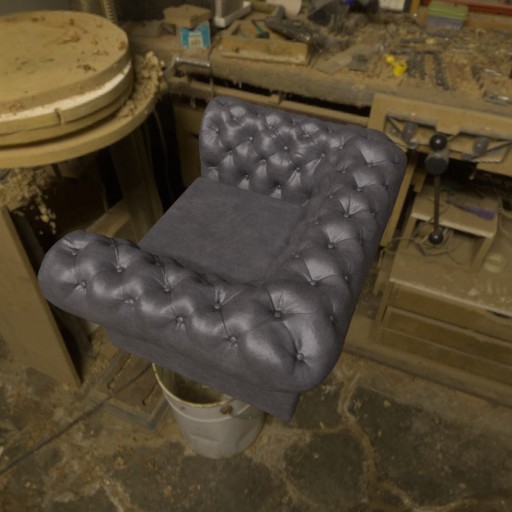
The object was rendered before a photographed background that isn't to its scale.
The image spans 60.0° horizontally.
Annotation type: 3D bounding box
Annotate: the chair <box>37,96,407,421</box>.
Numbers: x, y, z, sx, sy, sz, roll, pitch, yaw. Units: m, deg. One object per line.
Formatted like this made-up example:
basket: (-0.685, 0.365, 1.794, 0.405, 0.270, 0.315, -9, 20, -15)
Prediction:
chair: (0.000, 0.000, 1.852, 0.943, 0.780, 1.298, 18, 49, 17)
